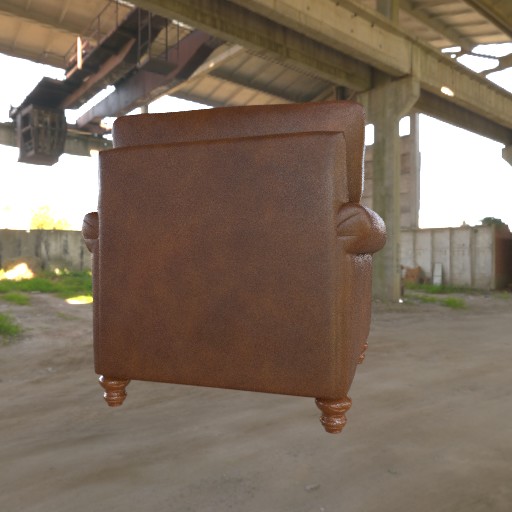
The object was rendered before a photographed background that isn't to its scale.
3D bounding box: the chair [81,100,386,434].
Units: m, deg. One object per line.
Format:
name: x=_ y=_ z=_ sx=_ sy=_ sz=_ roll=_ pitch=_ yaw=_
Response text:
chair: x=0.000 y=0.000 z=1.749 sx=0.989 sy=0.972 sz=0.992 roll=0 pitch=1 yaw=17
